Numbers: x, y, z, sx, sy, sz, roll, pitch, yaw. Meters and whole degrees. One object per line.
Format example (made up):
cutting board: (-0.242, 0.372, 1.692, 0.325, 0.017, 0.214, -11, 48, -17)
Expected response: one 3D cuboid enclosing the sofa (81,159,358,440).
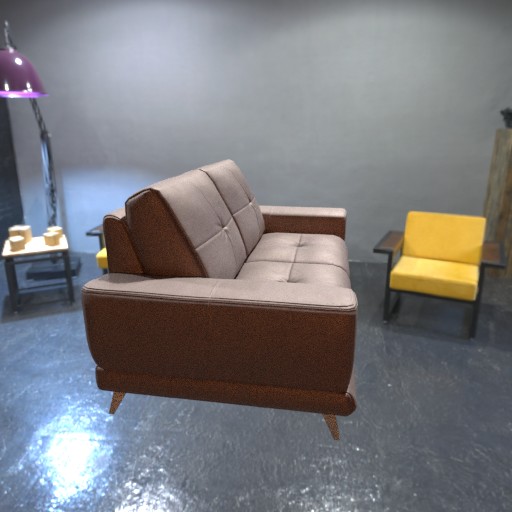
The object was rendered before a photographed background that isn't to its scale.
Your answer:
sofa: (0.000, 0.000, 2.371, 1.018, 0.907, 1.806, 3, 17, 9)
